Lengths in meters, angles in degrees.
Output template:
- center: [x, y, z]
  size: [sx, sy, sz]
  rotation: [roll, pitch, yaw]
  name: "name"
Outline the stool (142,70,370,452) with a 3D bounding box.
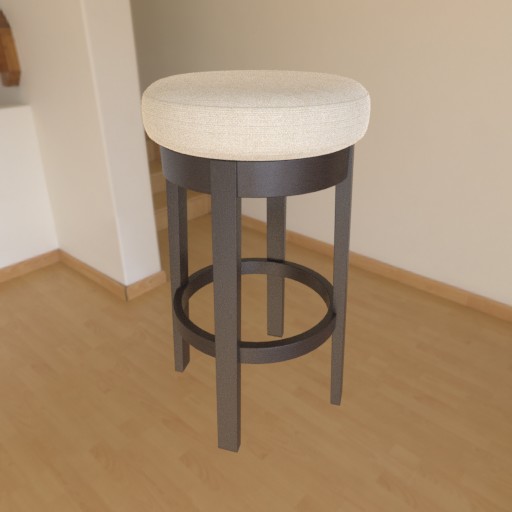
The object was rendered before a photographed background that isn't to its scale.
- center: [0.000, 0.000, 0.999]
  size: [0.446, 0.758, 0.446]
  rotation: [0, 27, 0]
  name: "stool"
